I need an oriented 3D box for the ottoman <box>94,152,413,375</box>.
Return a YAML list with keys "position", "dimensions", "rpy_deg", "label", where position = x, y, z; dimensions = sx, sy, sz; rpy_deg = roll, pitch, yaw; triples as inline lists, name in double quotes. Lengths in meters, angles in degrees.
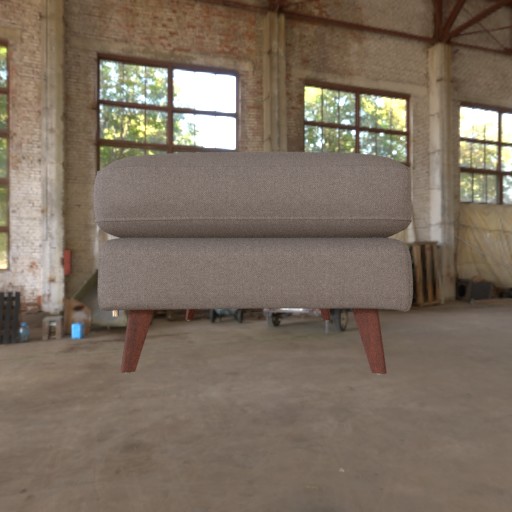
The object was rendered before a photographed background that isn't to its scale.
- position: [0.000, 0.000, 1.187]
  dimensions: [0.608, 0.449, 0.811]
  rpy_deg: [0, 0, 1]
  label: "ottoman"
